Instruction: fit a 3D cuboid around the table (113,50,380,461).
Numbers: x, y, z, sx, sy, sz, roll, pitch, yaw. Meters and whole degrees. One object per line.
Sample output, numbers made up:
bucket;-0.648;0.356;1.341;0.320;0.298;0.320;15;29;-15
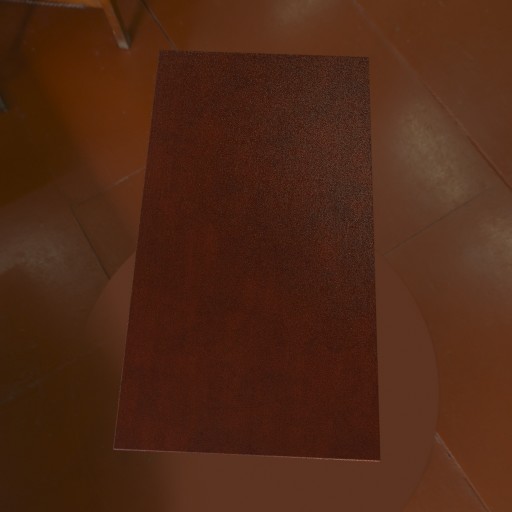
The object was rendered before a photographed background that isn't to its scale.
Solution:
table;0.000;0.000;1.220;0.533;0.456;0.943;2;75;1
